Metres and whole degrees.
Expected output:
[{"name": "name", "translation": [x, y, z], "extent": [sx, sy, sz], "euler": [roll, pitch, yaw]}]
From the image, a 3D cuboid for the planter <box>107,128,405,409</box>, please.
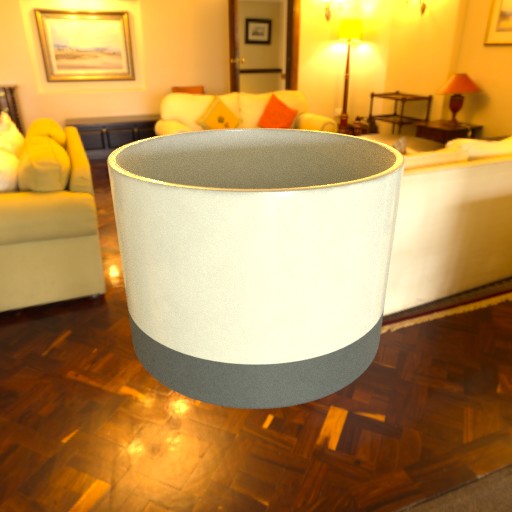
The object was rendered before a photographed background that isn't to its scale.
[{"name": "planter", "translation": [0.000, 0.000, 0.222], "extent": [0.128, 0.105, 0.128], "euler": [0, 25, 0]}]
